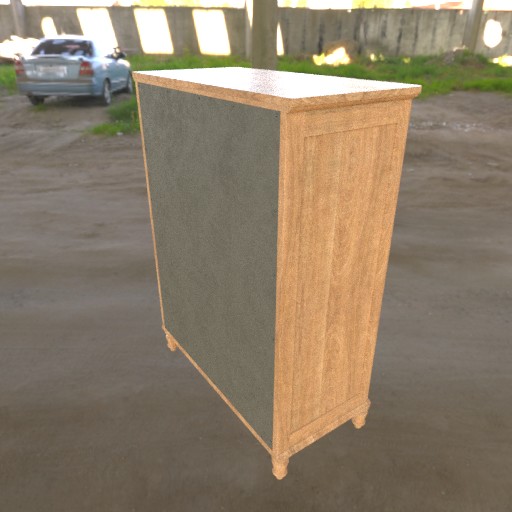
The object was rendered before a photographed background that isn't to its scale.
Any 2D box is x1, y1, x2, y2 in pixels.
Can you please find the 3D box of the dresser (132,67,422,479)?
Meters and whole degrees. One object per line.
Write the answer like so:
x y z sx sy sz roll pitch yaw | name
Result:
0.000 0.000 1.761 0.484 1.318 0.973 -17 31 -31 | dresser
